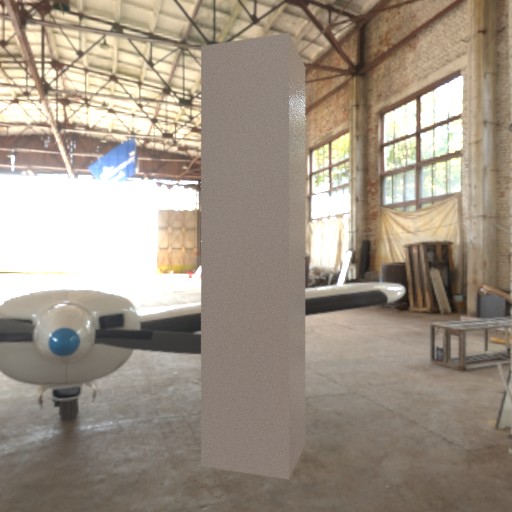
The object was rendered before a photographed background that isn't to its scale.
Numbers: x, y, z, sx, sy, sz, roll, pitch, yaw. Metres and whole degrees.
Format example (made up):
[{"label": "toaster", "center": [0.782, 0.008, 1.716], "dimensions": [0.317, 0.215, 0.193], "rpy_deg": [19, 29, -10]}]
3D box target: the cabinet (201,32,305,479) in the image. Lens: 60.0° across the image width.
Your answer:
[{"label": "cabinet", "center": [0.000, 0.000, 1.561], "dimensions": [0.300, 1.400, 0.269], "rpy_deg": [0, 0, 17]}]
